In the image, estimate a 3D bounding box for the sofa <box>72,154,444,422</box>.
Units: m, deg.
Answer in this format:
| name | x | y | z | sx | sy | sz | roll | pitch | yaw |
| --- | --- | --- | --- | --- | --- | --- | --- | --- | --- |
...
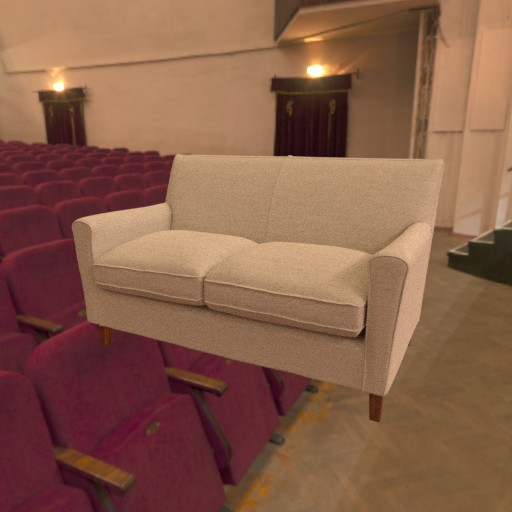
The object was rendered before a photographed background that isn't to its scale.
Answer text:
| name | x | y | z | sx | sy | sz | roll | pitch | yaw |
| --- | --- | --- | --- | --- | --- | --- | --- | --- | --- |
| sofa | 0.000 | 0.000 | 2.073 | 1.482 | 0.892 | 0.891 | 7 | 16 | 26 |
